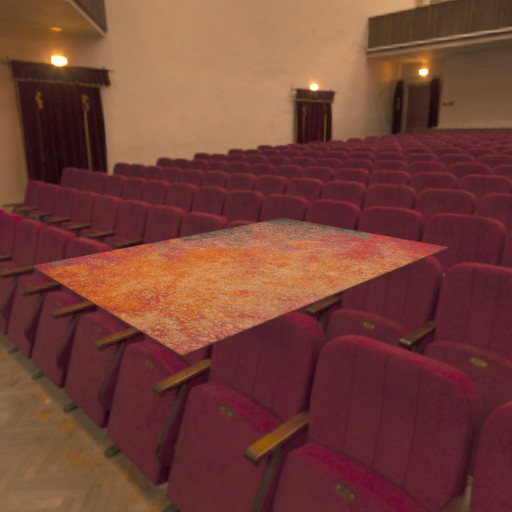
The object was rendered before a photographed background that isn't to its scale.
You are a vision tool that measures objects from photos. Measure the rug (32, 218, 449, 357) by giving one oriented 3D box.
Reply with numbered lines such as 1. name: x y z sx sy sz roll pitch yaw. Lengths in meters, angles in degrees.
1. rug: 0.000 0.000 3.699 2.896 0.013 2.007 -14 21 -42
